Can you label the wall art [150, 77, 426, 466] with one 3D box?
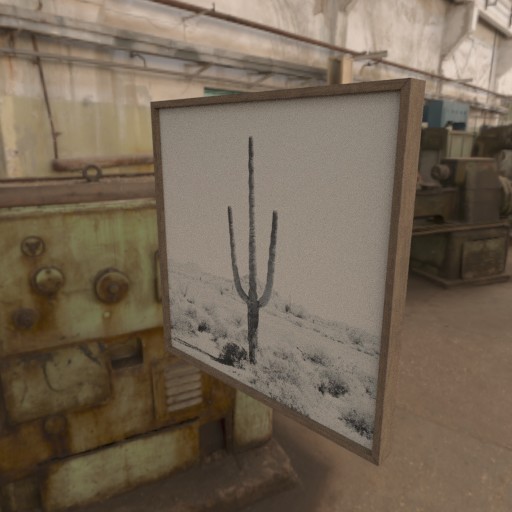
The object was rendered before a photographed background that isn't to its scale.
[{"bbox_3d":[0.000,0.000,0.736,0.508,0.508,0.038,14,20,42],"label":"wall art"}]
